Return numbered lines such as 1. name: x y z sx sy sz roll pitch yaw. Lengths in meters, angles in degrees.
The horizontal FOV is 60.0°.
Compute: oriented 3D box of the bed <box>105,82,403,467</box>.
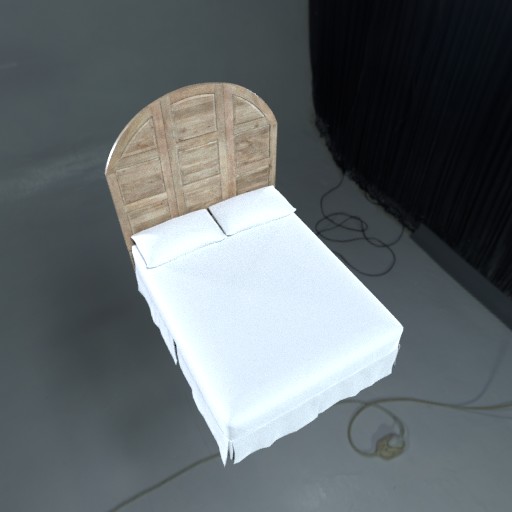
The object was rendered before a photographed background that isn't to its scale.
1. bed: 0.000 0.000 3.575 1.713 2.002 2.112 -23 50 -20
